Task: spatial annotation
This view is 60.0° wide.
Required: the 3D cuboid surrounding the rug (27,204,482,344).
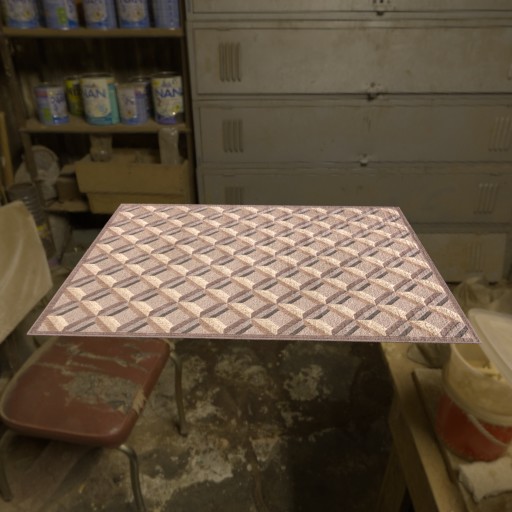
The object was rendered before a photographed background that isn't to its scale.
[{"bbox_3d":[0.000,0.000,4.224,3.294,0.018,2.382,1,30,1],"label":"rug"}]
